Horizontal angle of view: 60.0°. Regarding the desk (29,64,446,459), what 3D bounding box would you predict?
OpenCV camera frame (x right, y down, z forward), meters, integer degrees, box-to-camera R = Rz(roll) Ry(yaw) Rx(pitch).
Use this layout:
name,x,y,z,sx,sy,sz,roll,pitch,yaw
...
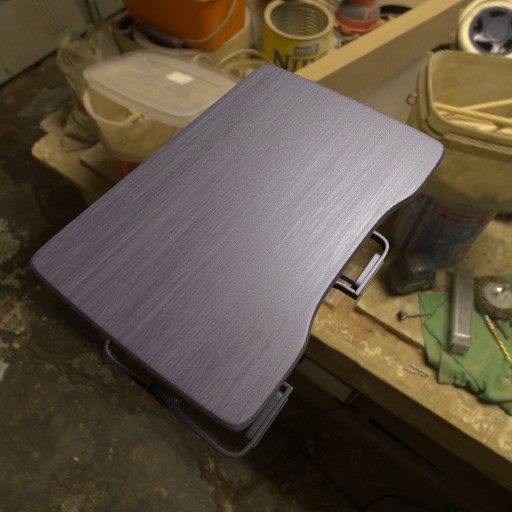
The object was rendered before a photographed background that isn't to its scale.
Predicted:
name,x,y,z,sx,sy,sz,roll,pitch,yaw
desk,0.000,0.000,1.148,0.546,0.470,0.820,32,63,19
